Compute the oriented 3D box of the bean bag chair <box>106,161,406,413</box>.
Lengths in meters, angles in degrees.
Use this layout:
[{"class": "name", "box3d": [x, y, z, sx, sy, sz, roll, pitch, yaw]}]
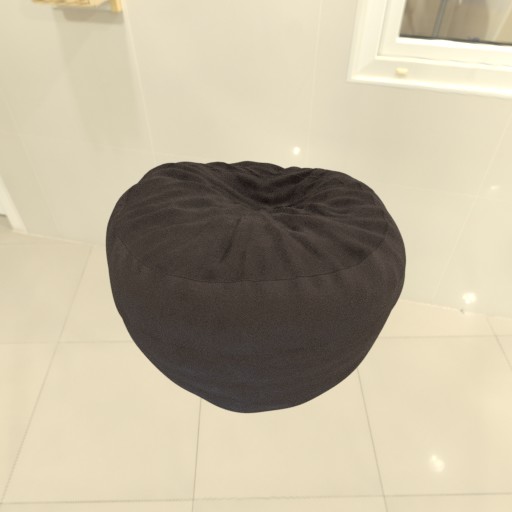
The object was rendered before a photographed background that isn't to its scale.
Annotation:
[{"class": "bean bag chair", "box3d": [0.000, 0.000, 1.977, 1.245, 0.821, 1.245, 0, 44, 0]}]
